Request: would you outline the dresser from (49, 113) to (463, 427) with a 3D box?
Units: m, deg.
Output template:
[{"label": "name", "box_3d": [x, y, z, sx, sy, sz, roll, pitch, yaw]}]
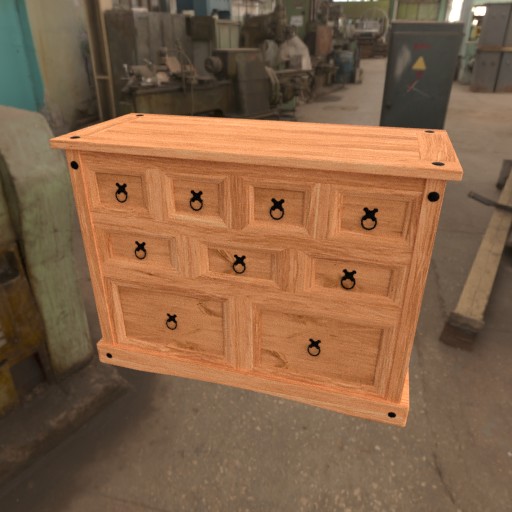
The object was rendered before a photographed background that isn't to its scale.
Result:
[{"label": "dresser", "box_3d": [0.000, 0.000, 1.359, 0.990, 0.740, 0.410, 8, 28, 14]}]
